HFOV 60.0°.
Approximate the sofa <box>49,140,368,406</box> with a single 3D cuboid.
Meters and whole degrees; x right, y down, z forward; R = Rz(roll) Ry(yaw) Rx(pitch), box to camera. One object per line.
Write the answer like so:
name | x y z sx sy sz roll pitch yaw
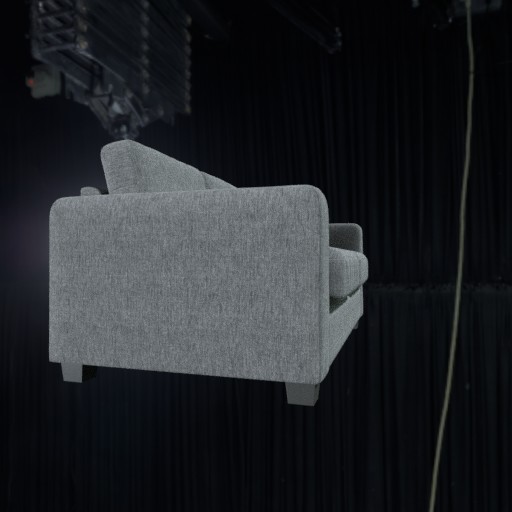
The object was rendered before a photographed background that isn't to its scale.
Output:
sofa | 0.000 0.000 1.958 0.900 0.800 1.520 0 0 17
